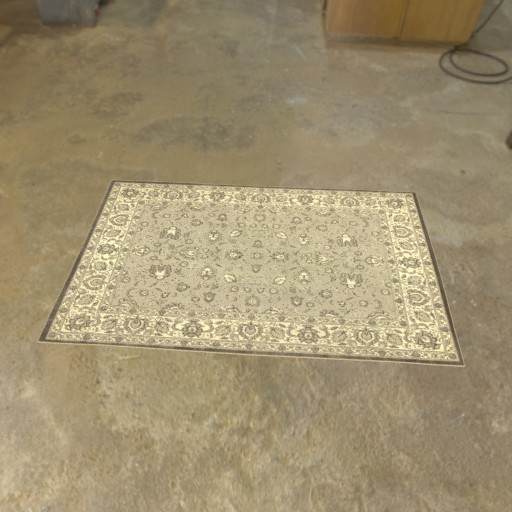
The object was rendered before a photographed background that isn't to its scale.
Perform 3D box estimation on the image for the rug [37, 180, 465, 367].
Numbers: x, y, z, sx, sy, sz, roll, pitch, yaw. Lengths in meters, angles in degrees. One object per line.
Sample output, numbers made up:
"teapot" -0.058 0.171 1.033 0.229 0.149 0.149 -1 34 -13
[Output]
"rug" 0.000 0.000 3.018 2.438 0.011 1.524 3 47 3
